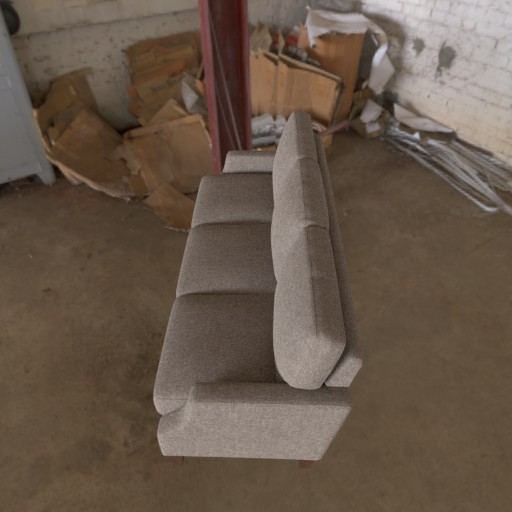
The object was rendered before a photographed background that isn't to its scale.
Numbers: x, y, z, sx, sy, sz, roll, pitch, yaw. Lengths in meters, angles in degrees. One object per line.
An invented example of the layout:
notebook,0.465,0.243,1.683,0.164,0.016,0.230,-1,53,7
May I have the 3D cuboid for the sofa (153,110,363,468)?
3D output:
sofa,0.000,0.000,2.630,0.888,0.984,2.115,1,41,1
